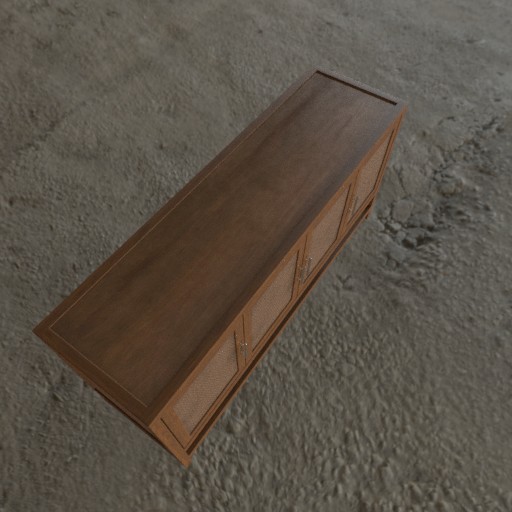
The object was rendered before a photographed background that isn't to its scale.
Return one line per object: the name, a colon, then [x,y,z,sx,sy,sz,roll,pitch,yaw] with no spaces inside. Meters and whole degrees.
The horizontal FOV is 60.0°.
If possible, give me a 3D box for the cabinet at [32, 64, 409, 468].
cabinet: [0.000,0.000,2.035,0.522,0.820,1.708,31,62,18]
